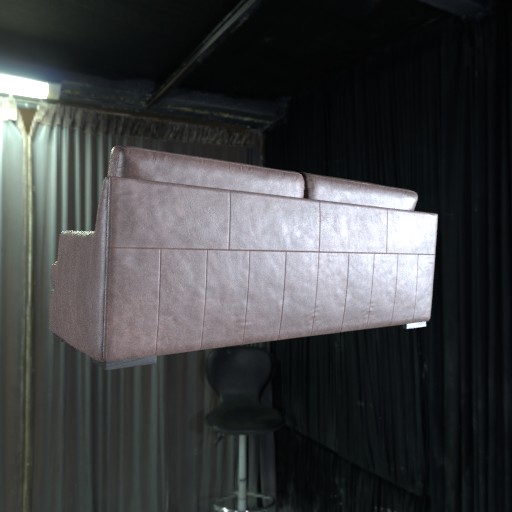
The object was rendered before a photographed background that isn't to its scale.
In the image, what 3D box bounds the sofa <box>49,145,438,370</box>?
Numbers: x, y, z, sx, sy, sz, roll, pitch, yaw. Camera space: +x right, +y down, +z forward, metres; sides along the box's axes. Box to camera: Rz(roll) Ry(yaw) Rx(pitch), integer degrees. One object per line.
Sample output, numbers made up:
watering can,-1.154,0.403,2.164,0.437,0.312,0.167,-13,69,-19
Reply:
sofa,0.000,0.000,2.761,2.261,0.941,1.143,1,-1,-36
